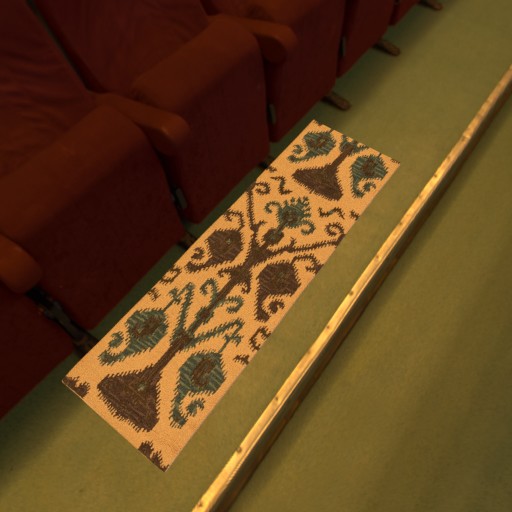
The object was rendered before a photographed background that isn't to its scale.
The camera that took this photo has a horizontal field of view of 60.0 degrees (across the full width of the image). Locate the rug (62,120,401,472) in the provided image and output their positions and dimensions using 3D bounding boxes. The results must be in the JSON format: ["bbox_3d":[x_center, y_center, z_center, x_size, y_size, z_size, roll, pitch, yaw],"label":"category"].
[{"bbox_3d":[0.000,0.000,2.551,0.692,0.017,2.301,32,64,18],"label":"rug"}]
